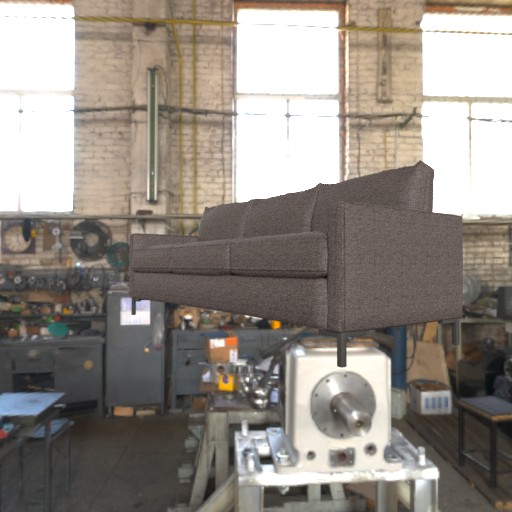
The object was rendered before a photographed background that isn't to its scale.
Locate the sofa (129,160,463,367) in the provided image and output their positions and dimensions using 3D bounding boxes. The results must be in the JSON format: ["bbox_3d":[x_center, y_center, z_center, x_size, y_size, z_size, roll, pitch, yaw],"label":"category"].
[{"bbox_3d":[0.000,0.000,2.783,0.876,0.882,2.253,1,-1,-36],"label":"sofa"}]
